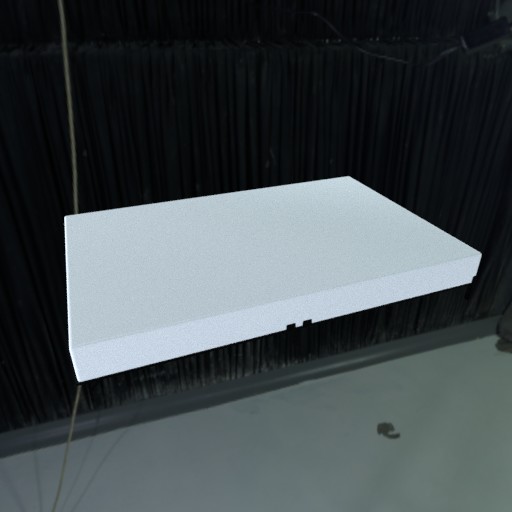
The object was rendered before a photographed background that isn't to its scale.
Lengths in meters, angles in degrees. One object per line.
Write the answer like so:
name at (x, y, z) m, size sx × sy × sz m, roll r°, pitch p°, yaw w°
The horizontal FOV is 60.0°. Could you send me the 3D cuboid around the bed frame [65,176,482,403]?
bed frame at (0.000, 0.000, 3.798) m, size 2.987 × 0.440 × 1.930 m, roll -11°, pitch 31°, yaw -19°
